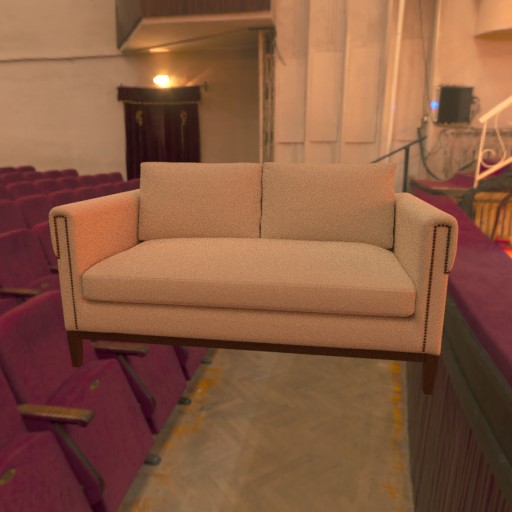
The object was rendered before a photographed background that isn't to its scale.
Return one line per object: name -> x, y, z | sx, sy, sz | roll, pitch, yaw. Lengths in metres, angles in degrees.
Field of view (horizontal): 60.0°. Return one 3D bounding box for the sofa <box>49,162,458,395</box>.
sofa -> 0.000, 0.000, 2.134 | 1.598, 0.873, 0.905 | 2, 14, 8
